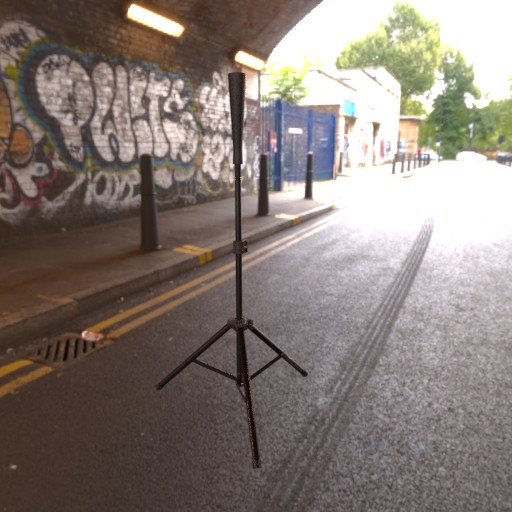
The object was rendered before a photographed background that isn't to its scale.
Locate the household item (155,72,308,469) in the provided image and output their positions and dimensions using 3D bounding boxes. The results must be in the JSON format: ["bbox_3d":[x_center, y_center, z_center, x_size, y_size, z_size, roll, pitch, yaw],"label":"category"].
[{"bbox_3d":[0.000,0.000,1.378,0.559,1.067,0.559,-6,15,-25],"label":"household item"}]
